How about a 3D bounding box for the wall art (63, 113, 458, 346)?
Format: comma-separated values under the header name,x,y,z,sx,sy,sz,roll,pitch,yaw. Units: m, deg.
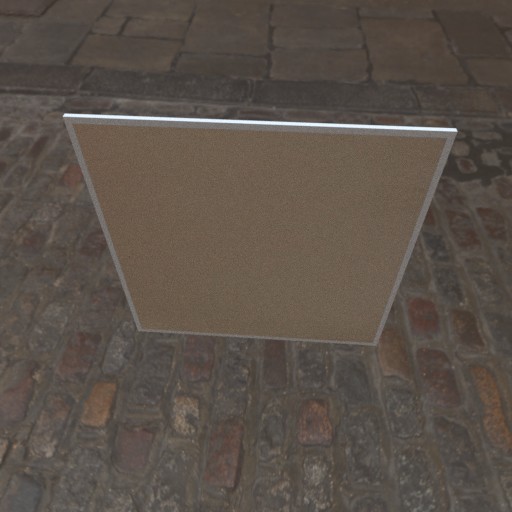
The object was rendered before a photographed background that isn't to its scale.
name,x,y,z,sx,sy,sz,roll,pitch,yaw
wall art,0.000,0.000,0.680,0.456,0.456,0.007,3,47,3
